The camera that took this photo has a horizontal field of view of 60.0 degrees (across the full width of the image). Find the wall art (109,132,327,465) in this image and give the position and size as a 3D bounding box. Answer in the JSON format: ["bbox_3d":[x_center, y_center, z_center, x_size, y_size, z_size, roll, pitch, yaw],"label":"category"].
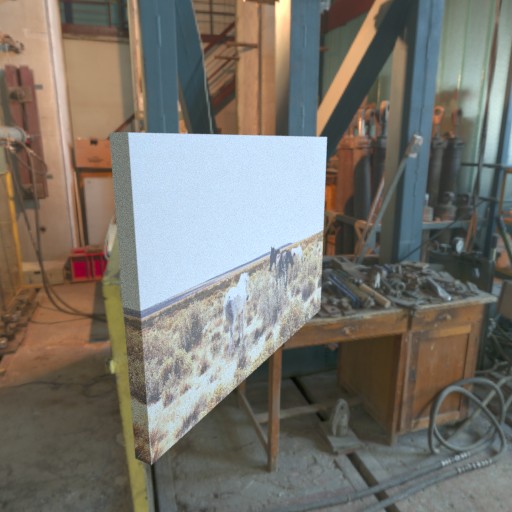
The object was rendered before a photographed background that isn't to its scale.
[{"bbox_3d":[0.000,0.000,1.452,0.051,0.761,1.138,8,16,27],"label":"wall art"}]
